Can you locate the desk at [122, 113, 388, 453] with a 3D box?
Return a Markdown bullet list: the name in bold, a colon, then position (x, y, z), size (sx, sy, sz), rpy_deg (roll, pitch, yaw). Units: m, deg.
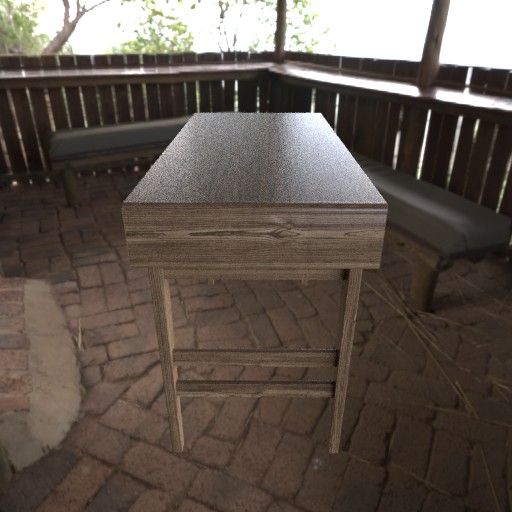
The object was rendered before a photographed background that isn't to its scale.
- **desk**: position (0.000, 0.000, 1.481), size (0.508, 0.755, 1.067), rpy_deg (0, 27, 0)
